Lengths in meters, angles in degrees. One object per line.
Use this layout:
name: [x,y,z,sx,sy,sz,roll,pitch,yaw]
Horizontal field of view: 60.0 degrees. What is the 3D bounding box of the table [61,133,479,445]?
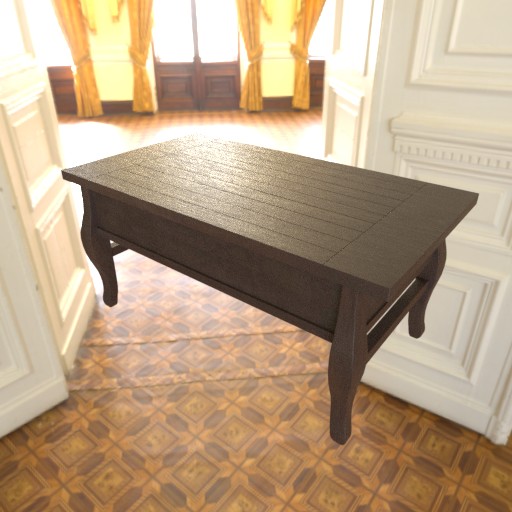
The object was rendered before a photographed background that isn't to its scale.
table: [0.000,0.000,1.392,1.062,0.494,0.600,21,36,32]
